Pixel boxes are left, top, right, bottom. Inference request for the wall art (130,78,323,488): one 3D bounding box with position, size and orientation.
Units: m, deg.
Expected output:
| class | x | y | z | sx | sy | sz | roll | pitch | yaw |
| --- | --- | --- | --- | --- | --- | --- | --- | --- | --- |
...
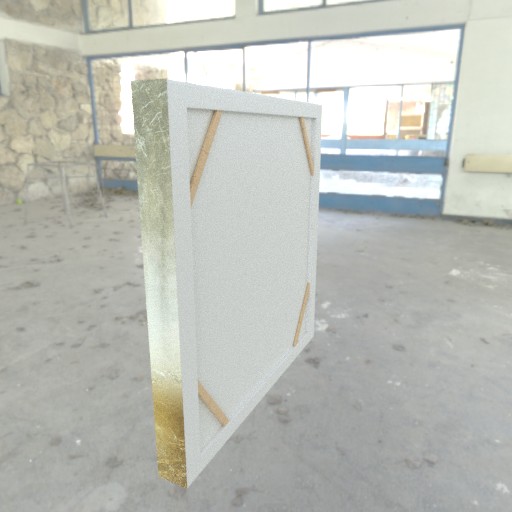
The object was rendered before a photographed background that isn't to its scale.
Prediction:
| class | x | y | z | sx | sy | sz | roll | pitch | yaw |
| --- | --- | --- | --- | --- | --- | --- | --- | --- | --- |
| wall art | 0.000 | 0.000 | 0.598 | 0.038 | 0.407 | 0.405 | 8 | 17 | 25 |
